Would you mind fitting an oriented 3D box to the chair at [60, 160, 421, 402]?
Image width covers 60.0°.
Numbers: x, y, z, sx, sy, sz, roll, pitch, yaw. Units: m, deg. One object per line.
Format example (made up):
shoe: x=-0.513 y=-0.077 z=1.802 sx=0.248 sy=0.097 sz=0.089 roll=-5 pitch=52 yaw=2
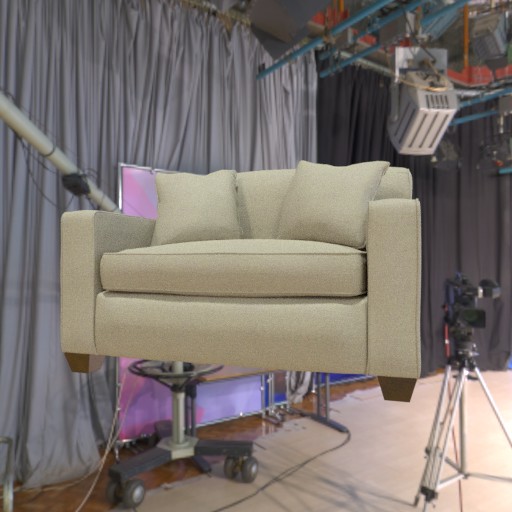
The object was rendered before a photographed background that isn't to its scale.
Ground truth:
chair: x=0.000 y=0.000 z=2.024 sx=1.383 sy=0.948 sz=1.000 roll=0 pitch=0 yaw=17
